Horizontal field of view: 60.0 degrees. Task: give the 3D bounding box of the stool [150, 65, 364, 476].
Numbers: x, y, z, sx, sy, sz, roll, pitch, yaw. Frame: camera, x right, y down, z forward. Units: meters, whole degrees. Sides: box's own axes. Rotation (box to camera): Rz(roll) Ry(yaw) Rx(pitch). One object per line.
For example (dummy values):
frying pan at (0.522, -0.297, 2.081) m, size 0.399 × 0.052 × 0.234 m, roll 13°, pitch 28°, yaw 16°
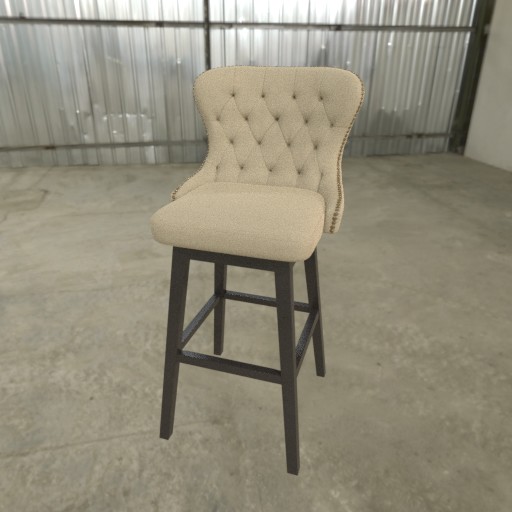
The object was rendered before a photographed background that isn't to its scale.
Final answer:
stool at (0.000, 0.000, 1.373) m, size 0.528 × 1.066 × 0.605 m, roll 8°, pitch 26°, yaw 16°
